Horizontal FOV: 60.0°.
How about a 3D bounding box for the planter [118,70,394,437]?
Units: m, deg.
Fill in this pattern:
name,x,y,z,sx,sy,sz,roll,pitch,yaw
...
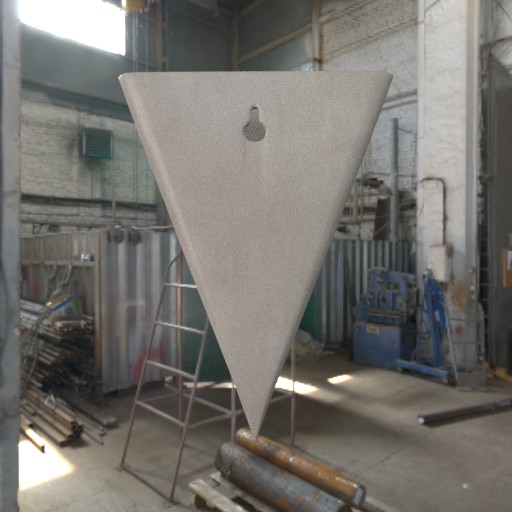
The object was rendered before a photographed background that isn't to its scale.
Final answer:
name,x,y,z,sx,sy,sz,roll,pitch,yaw
planter,0.000,0.000,0.266,0.150,0.197,0.060,0,0,1
